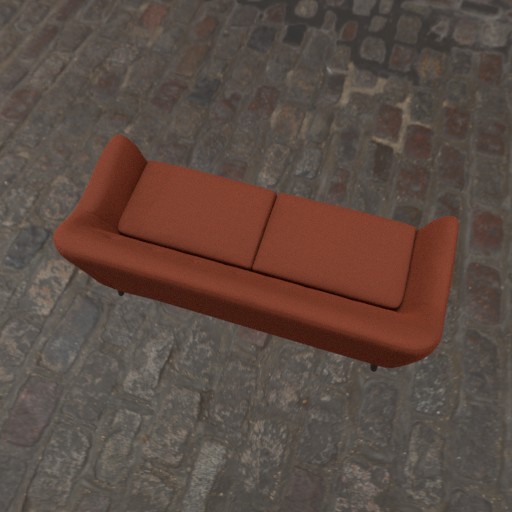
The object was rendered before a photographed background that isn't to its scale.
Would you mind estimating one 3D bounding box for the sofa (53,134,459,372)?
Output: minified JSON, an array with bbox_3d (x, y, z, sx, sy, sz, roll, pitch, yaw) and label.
[{"bbox_3d":[0.000,0.000,2.258,1.840,0.836,0.820,15,64,8],"label":"sofa"}]
